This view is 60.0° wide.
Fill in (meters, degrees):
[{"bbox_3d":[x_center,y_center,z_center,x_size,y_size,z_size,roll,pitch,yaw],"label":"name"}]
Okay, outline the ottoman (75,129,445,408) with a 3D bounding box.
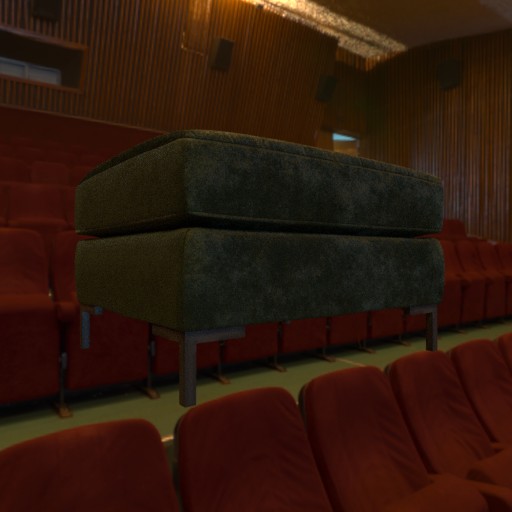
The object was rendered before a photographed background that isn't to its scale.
[{"bbox_3d":[0.000,0.000,1.279,0.839,0.538,0.701,0,0,-37],"label":"ottoman"}]
